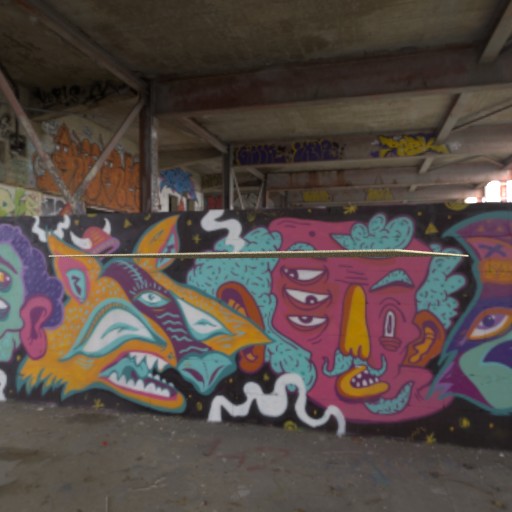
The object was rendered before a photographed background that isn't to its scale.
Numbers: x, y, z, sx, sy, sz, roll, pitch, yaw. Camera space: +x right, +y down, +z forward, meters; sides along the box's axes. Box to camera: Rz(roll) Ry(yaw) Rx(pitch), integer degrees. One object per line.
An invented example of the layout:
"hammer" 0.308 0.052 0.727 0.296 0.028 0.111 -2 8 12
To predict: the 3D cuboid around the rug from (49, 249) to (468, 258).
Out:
"rug" 0.000 0.000 2.195 1.747 0.006 1.143 -1 -1 35
